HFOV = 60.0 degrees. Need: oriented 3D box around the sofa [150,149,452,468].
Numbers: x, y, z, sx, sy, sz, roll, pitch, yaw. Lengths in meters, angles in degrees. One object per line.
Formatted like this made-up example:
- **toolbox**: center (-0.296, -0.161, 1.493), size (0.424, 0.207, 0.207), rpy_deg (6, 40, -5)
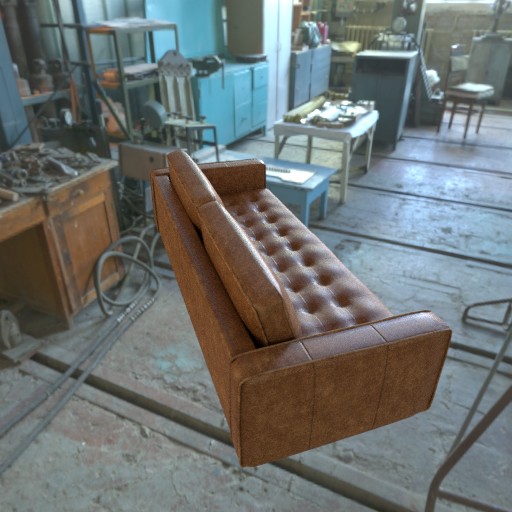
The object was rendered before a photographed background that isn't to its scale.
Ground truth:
- **sofa**: center (0.000, 0.000, 2.532), size (0.886, 0.779, 2.199), rpy_deg (-10, 32, -17)
